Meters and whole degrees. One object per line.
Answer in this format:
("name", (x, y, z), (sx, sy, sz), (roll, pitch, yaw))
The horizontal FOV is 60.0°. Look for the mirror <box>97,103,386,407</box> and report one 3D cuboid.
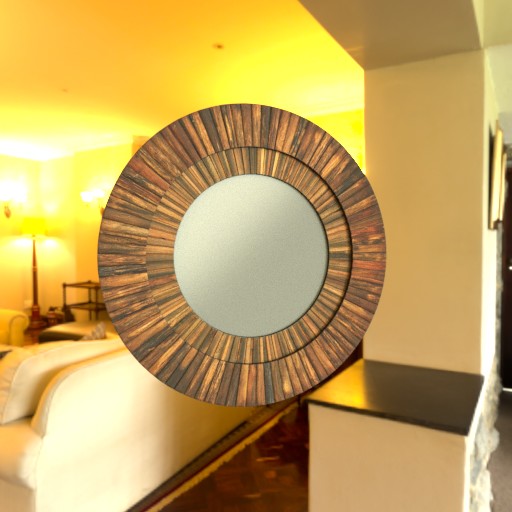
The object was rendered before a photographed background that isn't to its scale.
("mirror", (0.000, 0.000, 1.598), (1.077, 1.077, 0.036), (0, 1, -19))
